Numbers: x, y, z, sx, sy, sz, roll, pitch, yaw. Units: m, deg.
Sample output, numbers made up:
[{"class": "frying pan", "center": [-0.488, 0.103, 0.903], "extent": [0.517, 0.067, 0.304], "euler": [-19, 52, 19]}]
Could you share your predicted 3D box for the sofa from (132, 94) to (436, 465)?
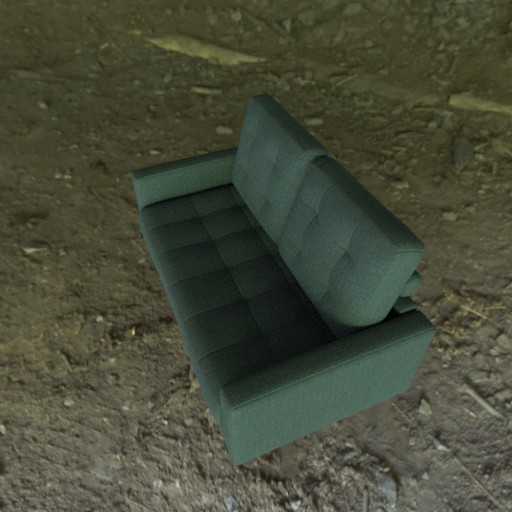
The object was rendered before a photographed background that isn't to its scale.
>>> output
[{"class": "sofa", "center": [0.000, 0.000, 1.972], "extent": [0.842, 0.907, 1.407], "euler": [-17, 47, -16]}]
